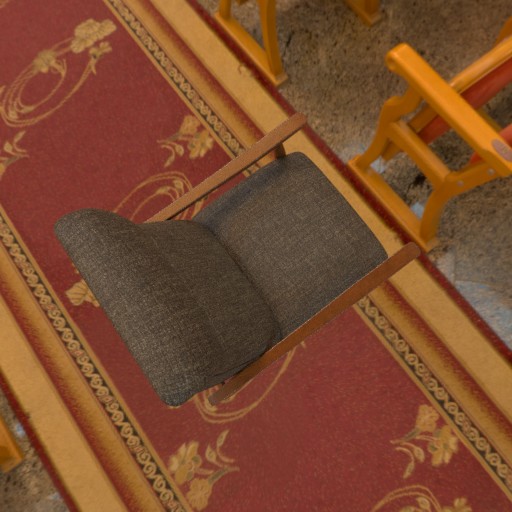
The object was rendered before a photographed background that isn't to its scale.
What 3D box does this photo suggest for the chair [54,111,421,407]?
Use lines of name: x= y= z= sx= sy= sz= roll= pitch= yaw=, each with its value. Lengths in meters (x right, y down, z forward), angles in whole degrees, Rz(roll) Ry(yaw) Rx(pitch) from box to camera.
chair: x=0.000 y=0.000 z=1.766 sx=1.014 sy=1.082 sz=0.762 roll=-35 pitch=77 yaw=-9
